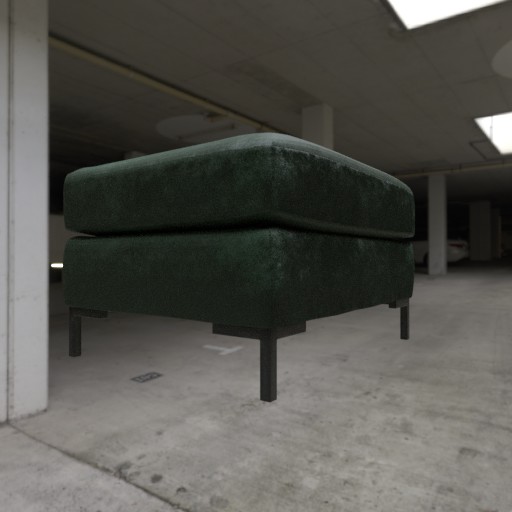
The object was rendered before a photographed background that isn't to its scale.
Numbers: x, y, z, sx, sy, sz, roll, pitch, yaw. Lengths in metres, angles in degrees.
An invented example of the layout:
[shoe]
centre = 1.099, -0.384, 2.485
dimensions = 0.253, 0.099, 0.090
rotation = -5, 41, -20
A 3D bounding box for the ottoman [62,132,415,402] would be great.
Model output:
[ottoman]
centre = 0.000, 0.000, 1.315
dimensions = 0.701, 0.538, 0.839
rotation = 0, -1, 36
